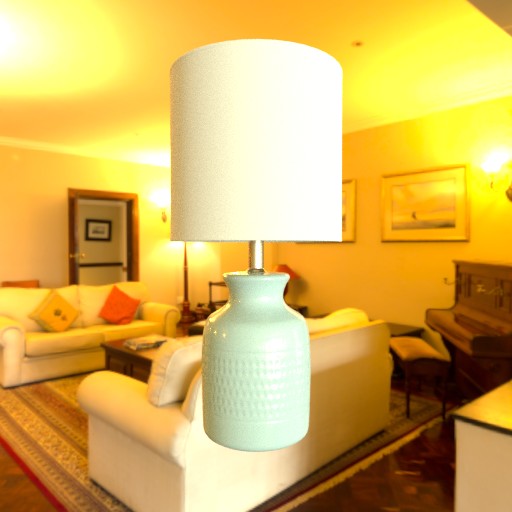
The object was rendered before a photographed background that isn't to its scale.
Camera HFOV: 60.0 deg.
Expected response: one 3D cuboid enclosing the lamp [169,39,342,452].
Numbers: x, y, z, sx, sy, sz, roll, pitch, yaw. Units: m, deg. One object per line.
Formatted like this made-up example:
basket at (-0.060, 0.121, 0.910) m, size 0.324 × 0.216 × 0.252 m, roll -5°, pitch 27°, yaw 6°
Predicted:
lamp at (0.000, 0.000, 1.098) m, size 0.418 × 0.871 × 0.418 m, roll 0°, pitch 1°, yaw -1°
